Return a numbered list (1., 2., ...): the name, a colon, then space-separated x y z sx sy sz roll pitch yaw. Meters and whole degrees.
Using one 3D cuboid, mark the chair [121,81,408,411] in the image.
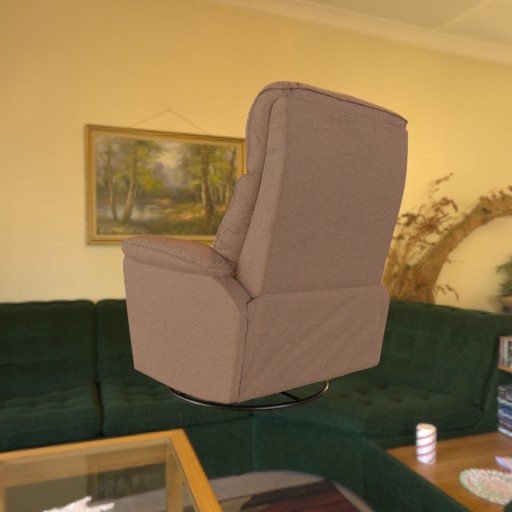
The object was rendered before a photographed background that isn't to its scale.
1. chair: 0.000 0.000 1.749 0.820 1.037 1.004 -1 1 -37
